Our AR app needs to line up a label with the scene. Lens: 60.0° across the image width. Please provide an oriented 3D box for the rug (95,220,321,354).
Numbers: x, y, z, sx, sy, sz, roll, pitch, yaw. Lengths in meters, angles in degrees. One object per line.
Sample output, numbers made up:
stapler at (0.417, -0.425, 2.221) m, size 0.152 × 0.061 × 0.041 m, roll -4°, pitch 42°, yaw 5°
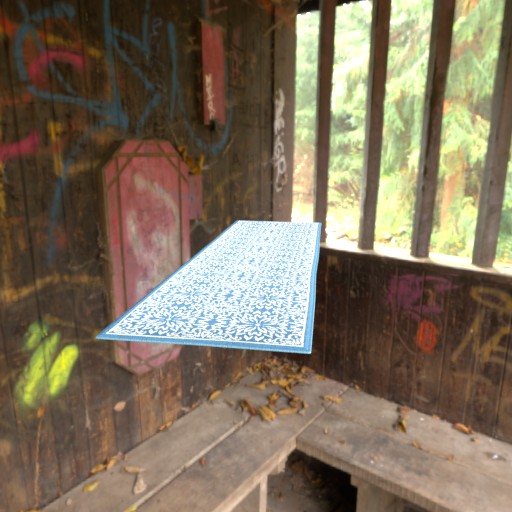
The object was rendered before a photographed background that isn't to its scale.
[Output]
rug at (0.000, 0.000, 2.365) m, size 0.662 × 0.011 × 2.196 m, roll 2°, pitch 14°, yaw 9°
